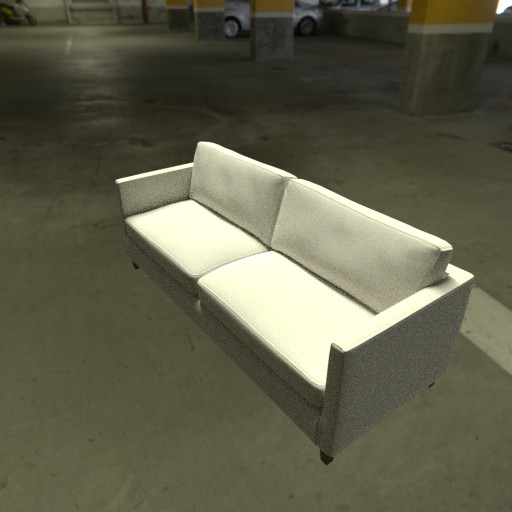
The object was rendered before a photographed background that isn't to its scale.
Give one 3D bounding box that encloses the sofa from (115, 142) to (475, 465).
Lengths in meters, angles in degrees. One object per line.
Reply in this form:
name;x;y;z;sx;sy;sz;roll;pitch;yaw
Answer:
sofa;0.000;0.000;2.857;0.951;0.962;2.361;-21;36;-31
